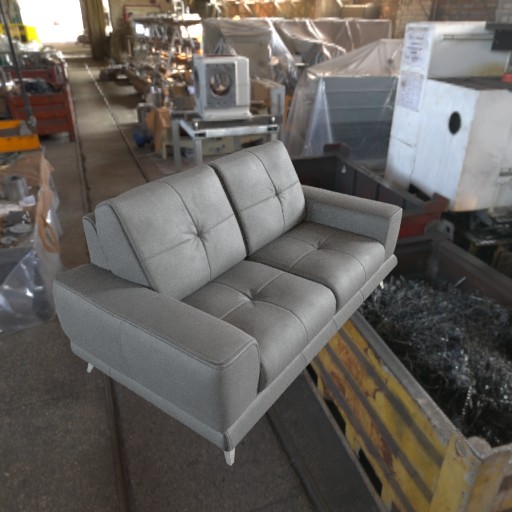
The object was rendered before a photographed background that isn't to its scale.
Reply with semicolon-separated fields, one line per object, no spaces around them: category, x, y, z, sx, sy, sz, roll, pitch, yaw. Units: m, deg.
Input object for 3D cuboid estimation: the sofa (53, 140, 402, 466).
sofa;0.000;0.000;2.379;1.018;0.907;1.806;19;33;31
